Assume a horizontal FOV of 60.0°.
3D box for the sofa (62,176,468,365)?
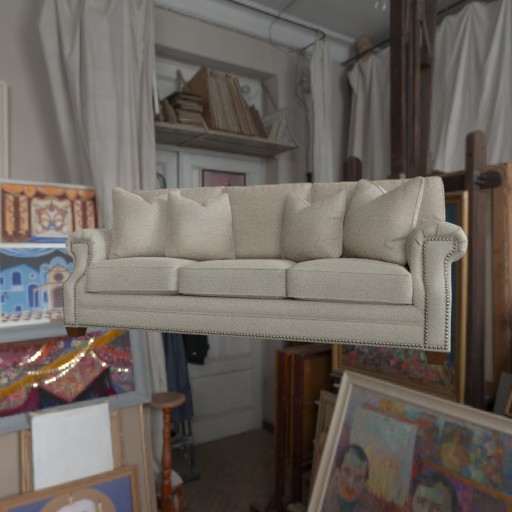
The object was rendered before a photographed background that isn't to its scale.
[{"bbox_3d":[0.000,0.000,2.752,2.312,0.975,0.965,0,0,19],"label":"sofa"}]
